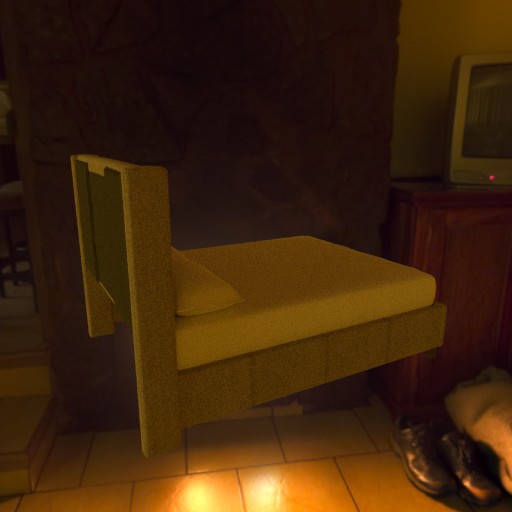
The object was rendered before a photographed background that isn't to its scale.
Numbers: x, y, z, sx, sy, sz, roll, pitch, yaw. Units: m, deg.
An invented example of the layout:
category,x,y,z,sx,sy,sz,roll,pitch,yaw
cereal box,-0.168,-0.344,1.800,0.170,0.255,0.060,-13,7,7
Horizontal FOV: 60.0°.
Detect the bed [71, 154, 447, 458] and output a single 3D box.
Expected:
category,x,y,z,sx,sy,sz,roll,pitch,yaw
bed,0.000,0.000,3.324,2.245,1.481,1.714,-8,17,-28
